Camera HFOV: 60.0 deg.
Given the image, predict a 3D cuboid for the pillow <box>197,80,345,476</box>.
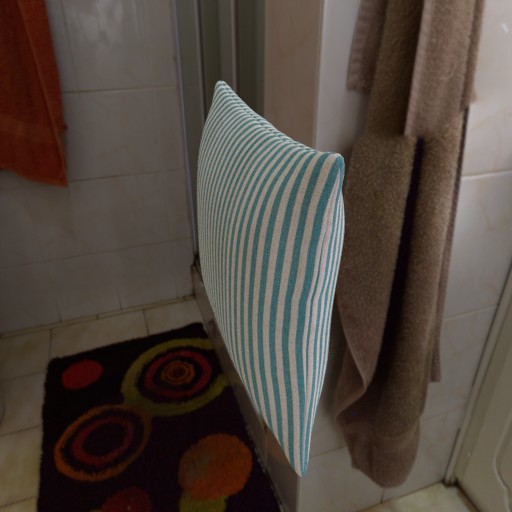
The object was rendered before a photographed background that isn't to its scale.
[{"bbox_3d":[0.000,0.000,0.777,0.166,0.510,0.523,-9,31,-15],"label":"pillow"}]
